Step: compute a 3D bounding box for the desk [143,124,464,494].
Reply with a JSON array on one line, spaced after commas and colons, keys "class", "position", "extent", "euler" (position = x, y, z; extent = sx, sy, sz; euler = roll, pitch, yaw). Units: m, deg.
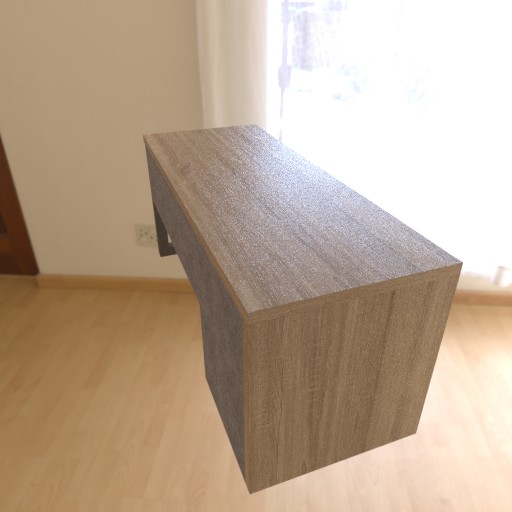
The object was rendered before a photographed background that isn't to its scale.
[{"class": "desk", "position": [0.000, 0.000, 2.059], "extent": [0.690, 0.760, 1.700], "euler": [-11, 32, -18]}]
